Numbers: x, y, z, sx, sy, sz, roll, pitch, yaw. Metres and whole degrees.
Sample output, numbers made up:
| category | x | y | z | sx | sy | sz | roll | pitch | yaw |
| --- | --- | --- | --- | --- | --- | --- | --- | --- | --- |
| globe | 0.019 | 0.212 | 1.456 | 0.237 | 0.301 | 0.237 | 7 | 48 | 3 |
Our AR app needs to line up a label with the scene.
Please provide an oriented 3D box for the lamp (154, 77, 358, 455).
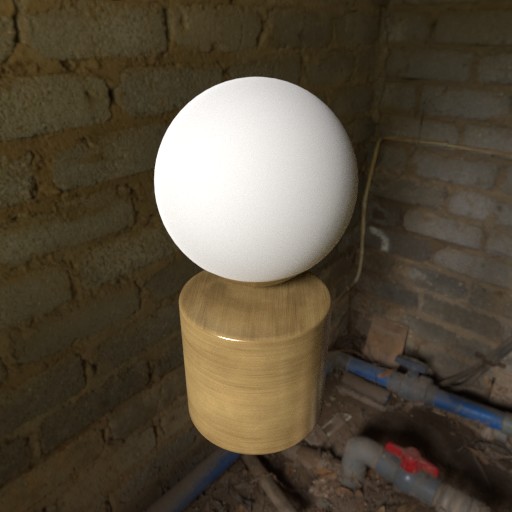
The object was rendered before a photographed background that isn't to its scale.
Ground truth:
| category | x | y | z | sx | sy | sz | roll | pitch | yaw |
| --- | --- | --- | --- | --- | --- | --- | --- | --- | --- |
| lamp | 0.000 | 0.000 | 0.335 | 0.141 | 0.250 | 0.152 | 1 | 27 | 2 |
